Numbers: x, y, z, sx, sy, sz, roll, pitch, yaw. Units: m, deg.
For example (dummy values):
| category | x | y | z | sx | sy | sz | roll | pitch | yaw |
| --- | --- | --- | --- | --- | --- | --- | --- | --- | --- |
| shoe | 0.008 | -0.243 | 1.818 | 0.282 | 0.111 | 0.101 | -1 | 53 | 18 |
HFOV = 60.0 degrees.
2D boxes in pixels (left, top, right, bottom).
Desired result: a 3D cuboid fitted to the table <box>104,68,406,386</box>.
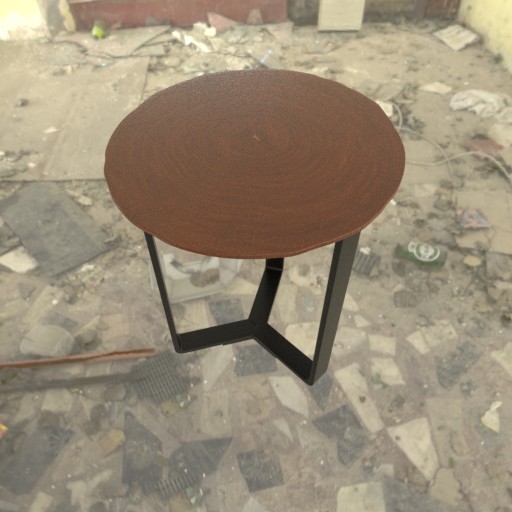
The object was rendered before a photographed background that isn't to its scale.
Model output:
| category | x | y | z | sx | sy | sz | roll | pitch | yaw |
| --- | --- | --- | --- | --- | --- | --- | --- | --- | --- |
| table | 0.000 | 0.000 | 0.743 | 0.380 | 0.450 | 0.410 | 11 | 49 | 10 |
